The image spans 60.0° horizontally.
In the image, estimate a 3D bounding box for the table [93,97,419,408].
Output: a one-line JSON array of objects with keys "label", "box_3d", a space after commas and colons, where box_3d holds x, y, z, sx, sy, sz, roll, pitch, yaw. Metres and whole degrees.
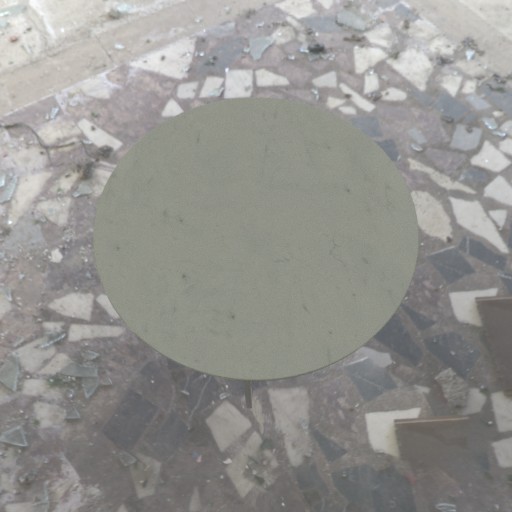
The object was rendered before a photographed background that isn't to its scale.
[{"label": "table", "box_3d": [0.000, 0.000, 1.302, 0.800, 0.450, 0.800, 0, 64, 0]}]
